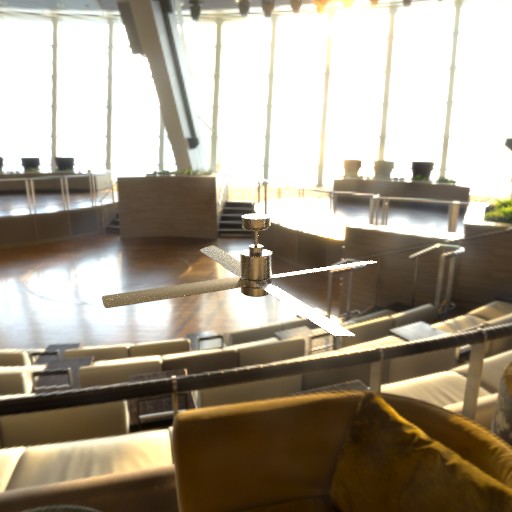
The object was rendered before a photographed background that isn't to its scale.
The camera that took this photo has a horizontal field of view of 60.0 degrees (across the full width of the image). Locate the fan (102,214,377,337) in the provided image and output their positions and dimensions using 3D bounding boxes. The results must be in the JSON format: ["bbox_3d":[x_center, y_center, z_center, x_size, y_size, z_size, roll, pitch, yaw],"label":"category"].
[{"bbox_3d":[0.000,0.000,1.968,1.322,0.355,1.322,-7,16,-25],"label":"fan"}]
